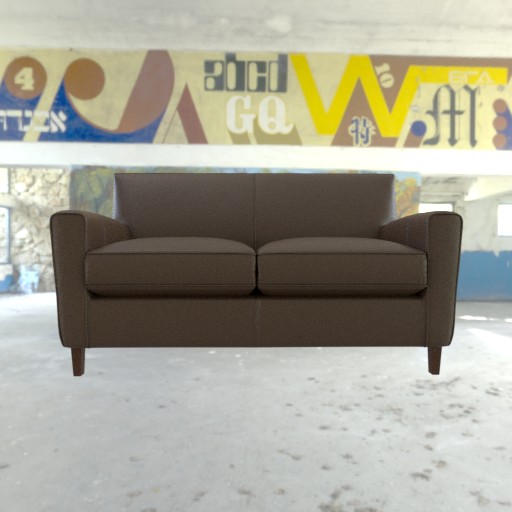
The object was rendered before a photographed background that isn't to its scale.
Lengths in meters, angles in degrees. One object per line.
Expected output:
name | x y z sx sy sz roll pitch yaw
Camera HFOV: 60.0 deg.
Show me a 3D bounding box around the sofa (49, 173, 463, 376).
sofa | 0.000 0.000 1.957 1.468 0.859 0.853 0 1 -1
